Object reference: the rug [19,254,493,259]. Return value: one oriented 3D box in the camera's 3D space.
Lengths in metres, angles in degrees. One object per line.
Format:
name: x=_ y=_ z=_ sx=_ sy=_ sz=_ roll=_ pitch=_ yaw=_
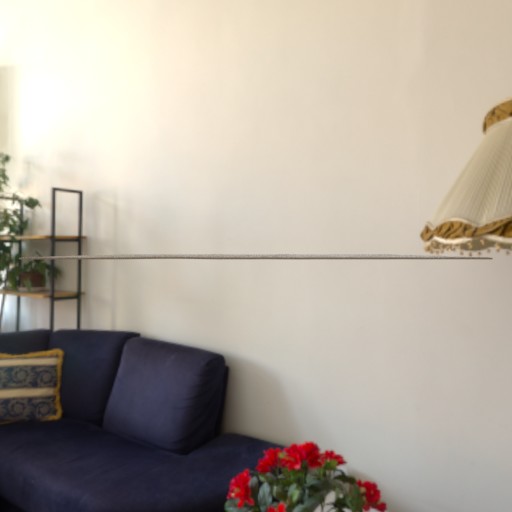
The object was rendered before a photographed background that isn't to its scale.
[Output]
rug: x=0.000 y=0.000 z=4.347 sx=3.359 sy=0.020 sz=2.448 roll=0 pitch=1 yaw=0
